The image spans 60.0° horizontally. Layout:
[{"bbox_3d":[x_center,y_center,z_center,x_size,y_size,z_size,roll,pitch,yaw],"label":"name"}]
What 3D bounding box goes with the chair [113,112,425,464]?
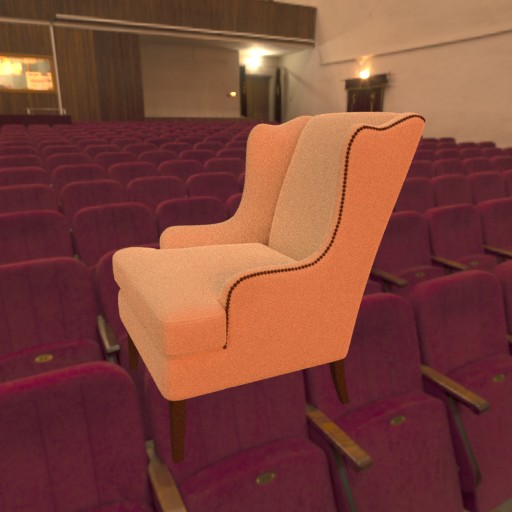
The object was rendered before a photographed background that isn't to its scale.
[{"bbox_3d":[0.000,0.000,1.655,0.940,1.029,0.737,-8,18,-26],"label":"chair"}]
